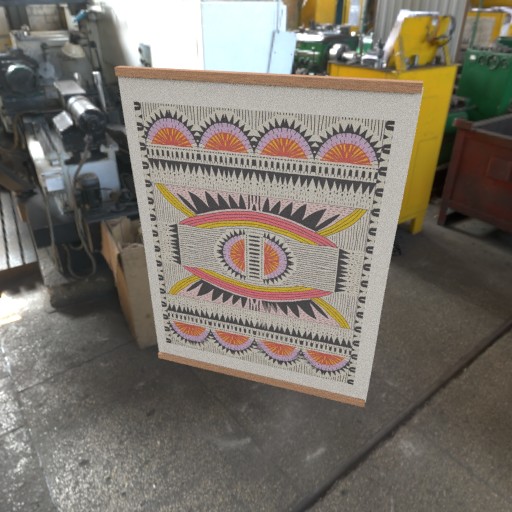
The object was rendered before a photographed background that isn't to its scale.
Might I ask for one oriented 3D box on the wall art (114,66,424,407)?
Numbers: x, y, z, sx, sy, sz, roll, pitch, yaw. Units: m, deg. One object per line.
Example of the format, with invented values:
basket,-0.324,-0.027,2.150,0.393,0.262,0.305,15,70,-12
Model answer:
wall art,0.000,0.000,1.319,0.765,1.016,0.028,9,32,15
